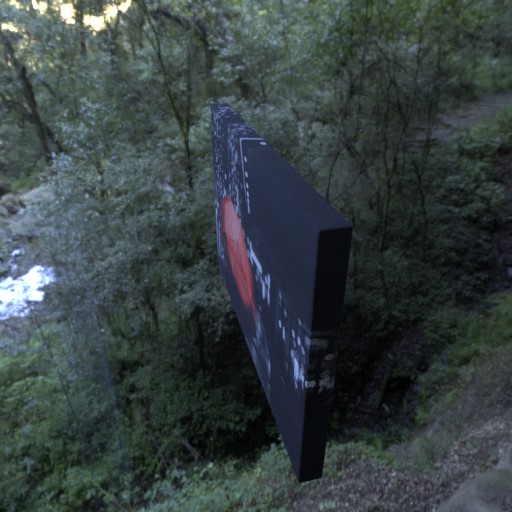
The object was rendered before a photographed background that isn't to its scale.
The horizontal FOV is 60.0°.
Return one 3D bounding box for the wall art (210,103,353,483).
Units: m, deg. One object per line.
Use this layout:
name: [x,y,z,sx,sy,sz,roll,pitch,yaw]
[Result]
wall art: [0.000,0.000,0.788,0.037,0.406,0.609,-8,31,-13]
